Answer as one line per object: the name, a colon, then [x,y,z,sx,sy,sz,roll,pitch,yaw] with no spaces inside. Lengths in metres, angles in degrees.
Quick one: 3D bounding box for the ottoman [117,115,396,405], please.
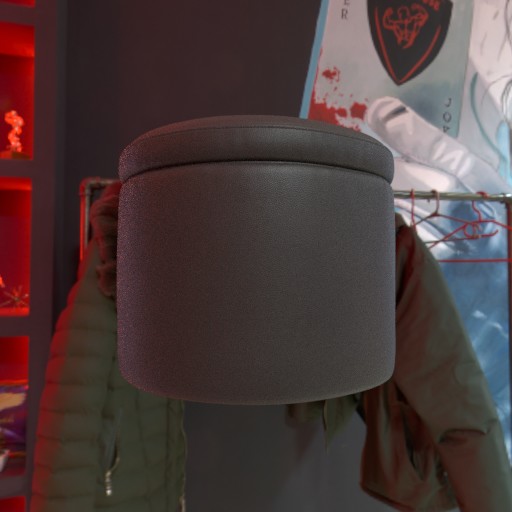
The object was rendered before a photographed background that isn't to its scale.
ottoman: [0.000,0.000,0.833,0.500,0.409,0.500,0,-1,0]
